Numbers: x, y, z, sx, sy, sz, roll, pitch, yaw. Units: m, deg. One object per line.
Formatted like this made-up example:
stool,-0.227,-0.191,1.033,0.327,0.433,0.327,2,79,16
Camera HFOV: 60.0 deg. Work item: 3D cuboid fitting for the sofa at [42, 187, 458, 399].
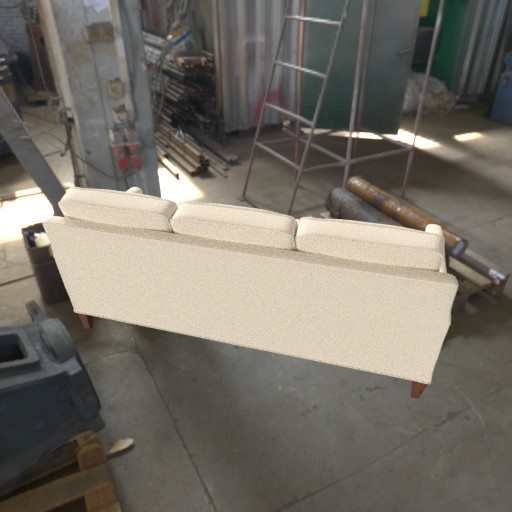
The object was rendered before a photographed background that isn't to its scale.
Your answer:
sofa,0.000,0.000,2.808,2.246,1.003,1.084,9,33,13
